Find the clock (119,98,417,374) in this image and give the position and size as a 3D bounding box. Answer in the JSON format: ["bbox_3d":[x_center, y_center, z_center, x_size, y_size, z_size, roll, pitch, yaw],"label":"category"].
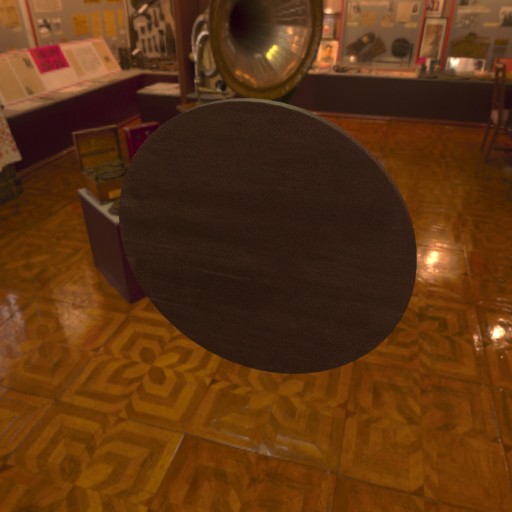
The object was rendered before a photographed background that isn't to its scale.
[{"bbox_3d":[0.000,0.000,0.872,0.595,0.595,0.029,10,33,16],"label":"clock"}]
